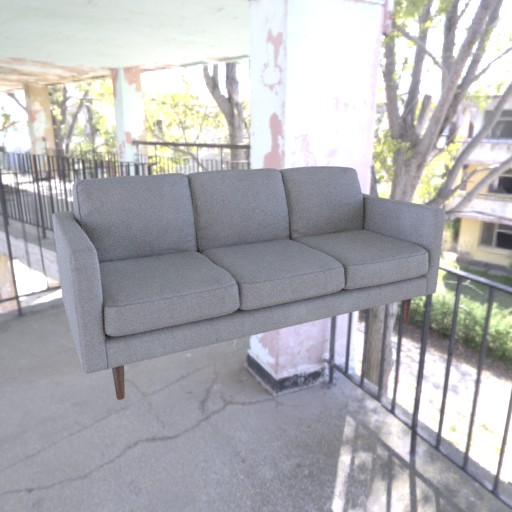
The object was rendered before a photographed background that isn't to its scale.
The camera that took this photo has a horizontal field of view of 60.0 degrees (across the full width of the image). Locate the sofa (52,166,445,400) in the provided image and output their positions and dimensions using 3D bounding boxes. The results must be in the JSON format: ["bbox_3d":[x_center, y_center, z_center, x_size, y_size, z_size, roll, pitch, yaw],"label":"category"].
[{"bbox_3d":[0.000,0.000,2.487,1.983,0.918,0.944,-8,18,-26],"label":"sofa"}]
